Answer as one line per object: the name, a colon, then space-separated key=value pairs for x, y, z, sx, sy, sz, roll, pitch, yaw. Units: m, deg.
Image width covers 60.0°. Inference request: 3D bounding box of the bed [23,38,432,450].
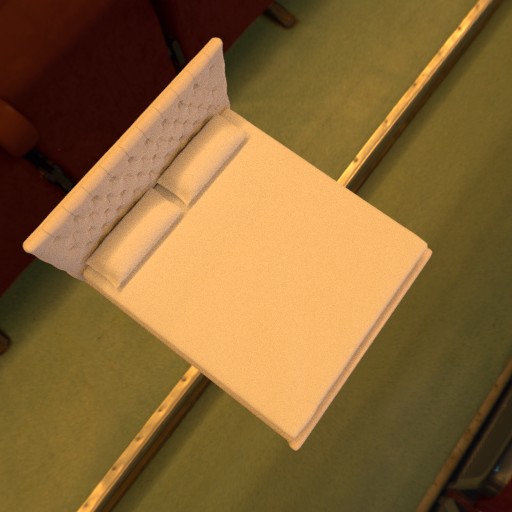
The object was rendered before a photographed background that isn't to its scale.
bed: x=0.000 y=0.000 z=3.623 sx=2.387 sy=1.427 sz=2.078 roll=36 pitch=79 yaw=9
